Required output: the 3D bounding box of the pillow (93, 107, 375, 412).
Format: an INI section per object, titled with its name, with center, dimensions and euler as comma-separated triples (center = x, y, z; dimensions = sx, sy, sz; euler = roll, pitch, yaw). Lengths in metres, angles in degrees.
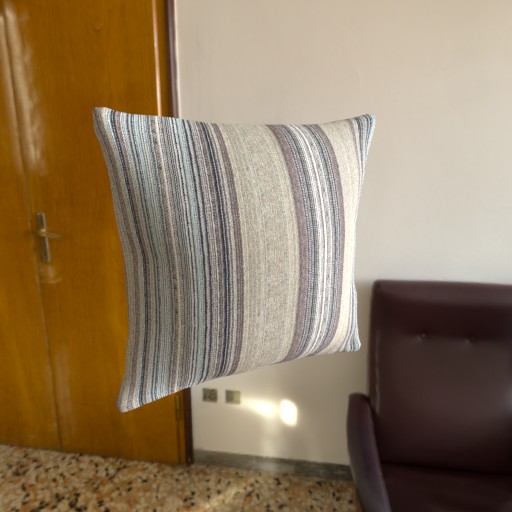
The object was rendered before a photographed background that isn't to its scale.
[pillow]
center = 0.000, 0.000, 0.665
dimensions = 0.435, 0.416, 0.189
euler = -7, 17, -26
